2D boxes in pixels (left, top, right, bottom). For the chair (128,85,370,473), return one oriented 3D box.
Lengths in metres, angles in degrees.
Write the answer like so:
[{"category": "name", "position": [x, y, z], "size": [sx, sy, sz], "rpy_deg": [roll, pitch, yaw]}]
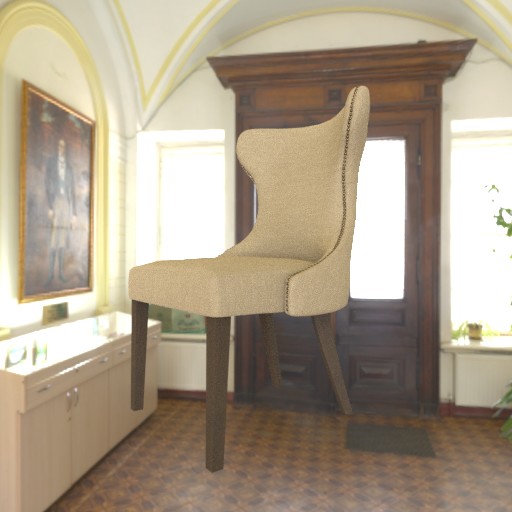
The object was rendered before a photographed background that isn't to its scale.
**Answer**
[{"category": "chair", "position": [0.000, 0.000, 1.375], "size": [0.635, 0.967, 0.628], "rpy_deg": [0, 0, -36]}]
